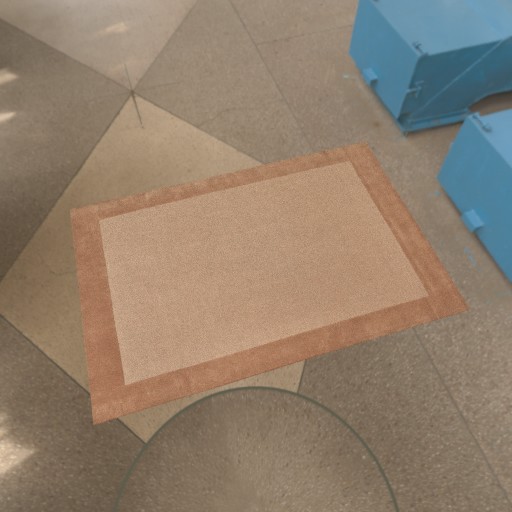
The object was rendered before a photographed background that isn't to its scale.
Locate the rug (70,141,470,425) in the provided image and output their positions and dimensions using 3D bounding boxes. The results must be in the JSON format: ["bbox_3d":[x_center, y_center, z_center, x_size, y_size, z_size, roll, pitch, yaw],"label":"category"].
[{"bbox_3d":[0.000,0.000,2.347,1.829,0.014,1.219,-15,59,-9],"label":"rug"}]
